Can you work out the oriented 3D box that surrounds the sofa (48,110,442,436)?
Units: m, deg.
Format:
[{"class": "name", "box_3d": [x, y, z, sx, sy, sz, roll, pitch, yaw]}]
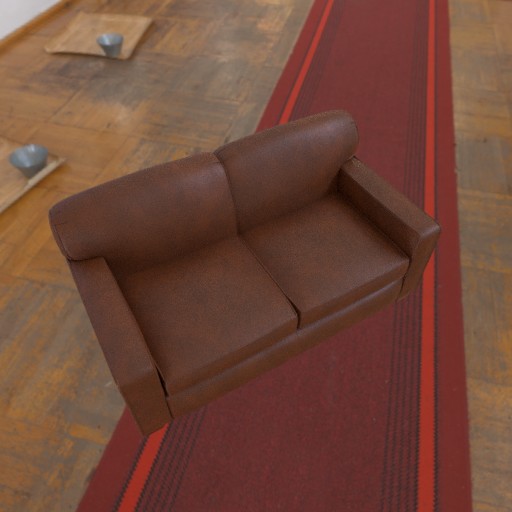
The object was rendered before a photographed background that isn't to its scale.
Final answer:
[{"class": "sofa", "box_3d": [0.000, 0.000, 2.482, 1.856, 0.966, 1.000, -23, 52, -20]}]
